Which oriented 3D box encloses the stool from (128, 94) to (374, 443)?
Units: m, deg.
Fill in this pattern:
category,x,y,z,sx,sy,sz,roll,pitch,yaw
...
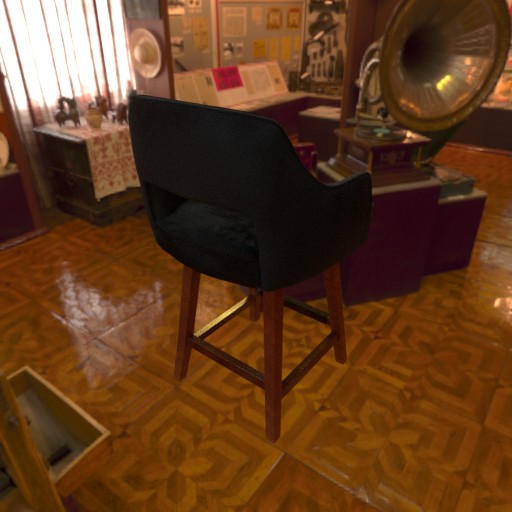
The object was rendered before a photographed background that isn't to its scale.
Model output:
category,x,y,z,sx,sy,sz,roll,pitch,yaw
stool,0.000,0.000,1.292,0.550,0.940,0.560,21,35,33
